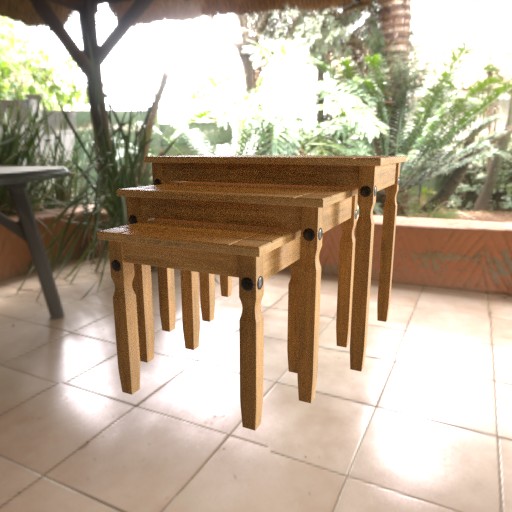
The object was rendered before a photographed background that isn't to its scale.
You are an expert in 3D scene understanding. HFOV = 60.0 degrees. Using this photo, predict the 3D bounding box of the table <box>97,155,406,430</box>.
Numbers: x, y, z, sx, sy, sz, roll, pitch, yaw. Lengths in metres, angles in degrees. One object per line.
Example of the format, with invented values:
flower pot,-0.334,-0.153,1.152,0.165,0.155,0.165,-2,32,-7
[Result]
table,0.000,0.000,1.226,0.660,0.535,0.773,6,15,25
